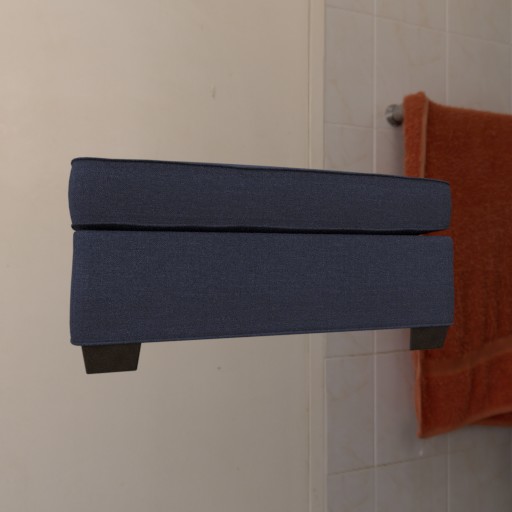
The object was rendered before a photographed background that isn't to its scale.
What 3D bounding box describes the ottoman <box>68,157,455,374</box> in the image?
[{"bbox_3d":[0.000,0.000,1.182,0.895,0.453,0.505,0,0,-17],"label":"ottoman"}]
